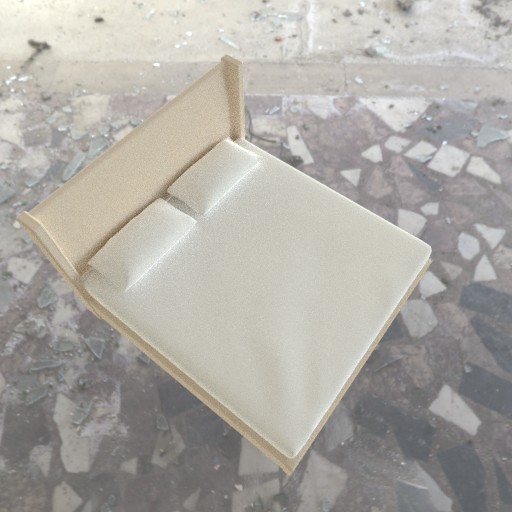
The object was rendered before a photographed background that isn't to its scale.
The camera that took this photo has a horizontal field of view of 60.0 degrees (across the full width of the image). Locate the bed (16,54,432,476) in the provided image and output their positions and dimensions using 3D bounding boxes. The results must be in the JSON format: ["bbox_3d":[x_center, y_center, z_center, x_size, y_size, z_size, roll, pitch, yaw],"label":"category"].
[{"bbox_3d":[0.000,0.000,3.568,2.293,1.471,2.145,34,65,18],"label":"bed"}]
